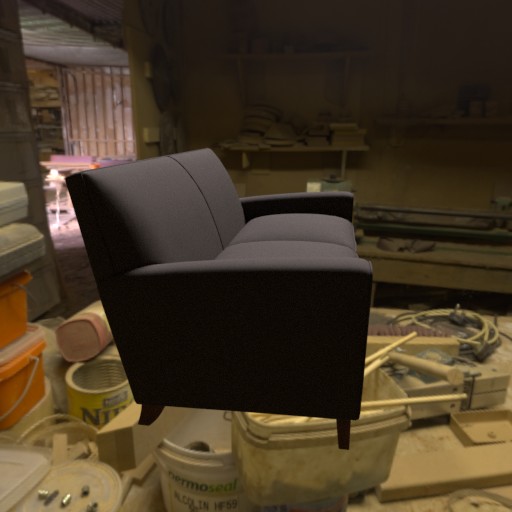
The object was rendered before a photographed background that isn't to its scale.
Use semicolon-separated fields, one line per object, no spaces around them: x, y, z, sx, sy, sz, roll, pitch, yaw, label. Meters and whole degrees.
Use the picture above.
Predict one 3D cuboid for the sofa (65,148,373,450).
0.000;0.000;1.931;0.871;0.846;1.420;3;17;9;sofa
